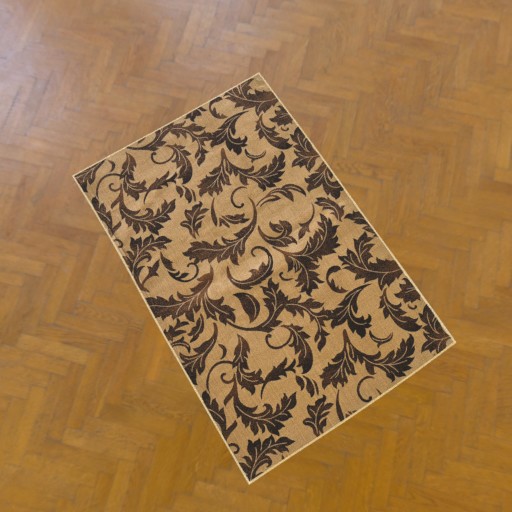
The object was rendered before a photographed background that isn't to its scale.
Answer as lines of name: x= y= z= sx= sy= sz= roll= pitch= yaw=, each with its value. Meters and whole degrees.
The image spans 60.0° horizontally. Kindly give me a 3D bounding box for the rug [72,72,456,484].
rug: x=0.000 y=0.000 z=2.879 sx=1.522 sy=0.008 sz=2.284 roll=-32 pitch=78 yaw=-7
